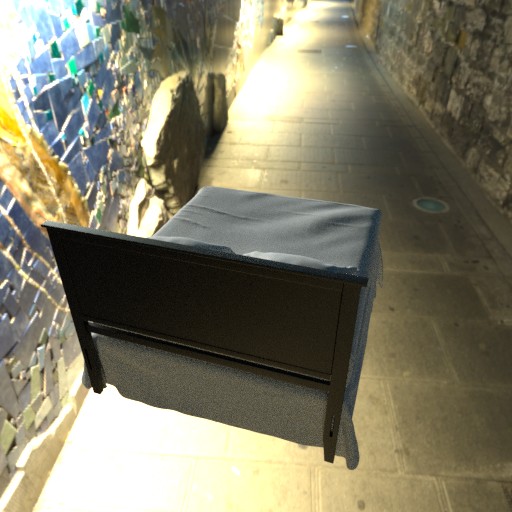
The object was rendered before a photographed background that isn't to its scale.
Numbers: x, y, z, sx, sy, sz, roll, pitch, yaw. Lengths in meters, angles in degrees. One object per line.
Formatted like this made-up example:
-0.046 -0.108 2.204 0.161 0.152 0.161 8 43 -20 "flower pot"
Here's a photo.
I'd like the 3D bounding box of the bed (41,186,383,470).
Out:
0.000 0.000 3.200 1.870 1.270 2.050 10 34 15 "bed"
